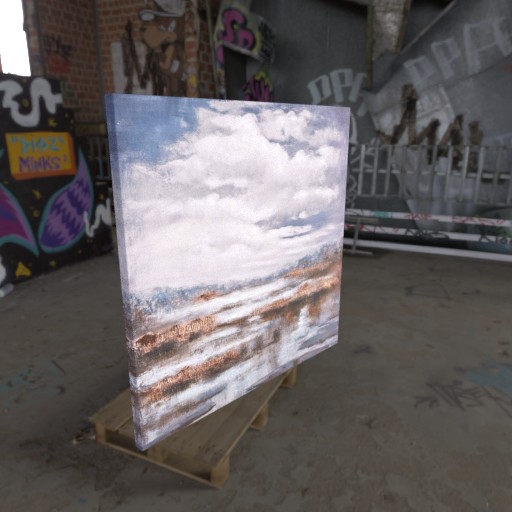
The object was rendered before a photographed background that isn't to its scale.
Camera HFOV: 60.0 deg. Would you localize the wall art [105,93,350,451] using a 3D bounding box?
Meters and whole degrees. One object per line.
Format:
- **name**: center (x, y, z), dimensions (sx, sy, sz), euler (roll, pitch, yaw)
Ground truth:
- **wall art**: center (0.000, 0.000, 1.366), dimensions (0.888, 0.897, 0.035), euler (-15, 22, -43)
